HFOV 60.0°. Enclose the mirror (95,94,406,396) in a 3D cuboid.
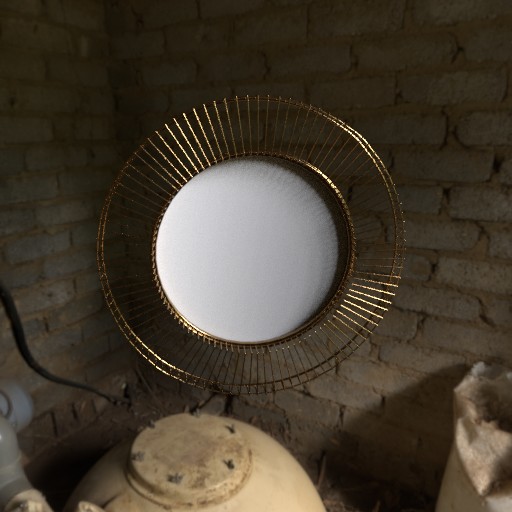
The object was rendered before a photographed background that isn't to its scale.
[{"bbox_3d":[0.000,0.000,1.030,0.703,0.703,0.067,-2,16,-8],"label":"mirror"}]
